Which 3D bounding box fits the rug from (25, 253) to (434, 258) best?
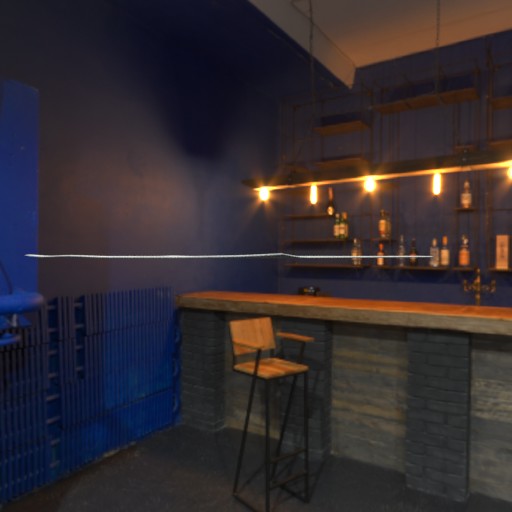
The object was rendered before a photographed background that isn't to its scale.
[{"bbox_3d":[0.000,0.000,3.957,2.343,0.026,2.925,0,0,35],"label":"rug"}]
